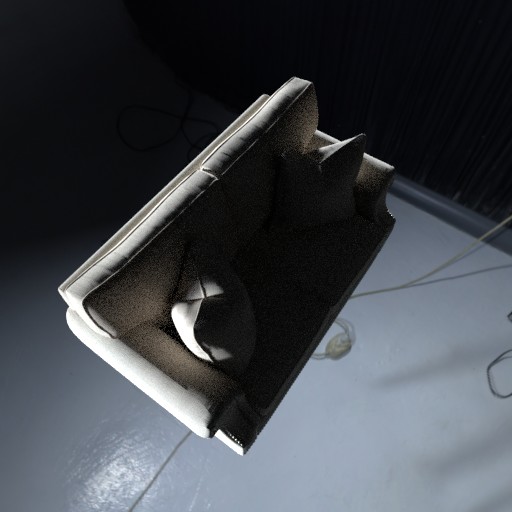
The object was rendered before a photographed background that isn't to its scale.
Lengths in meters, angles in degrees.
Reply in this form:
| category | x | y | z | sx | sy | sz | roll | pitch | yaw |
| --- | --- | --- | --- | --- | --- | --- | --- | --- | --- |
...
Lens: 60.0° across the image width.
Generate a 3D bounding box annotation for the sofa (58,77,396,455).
| category | x | y | z | sx | sy | sz | roll | pitch | yaw |
| --- | --- | --- | --- | --- | --- | --- | --- | --- | --- |
| sofa | 0.000 | 0.000 | 2.276 | 0.966 | 0.966 | 1.701 | 31 | 63 | 18 |
